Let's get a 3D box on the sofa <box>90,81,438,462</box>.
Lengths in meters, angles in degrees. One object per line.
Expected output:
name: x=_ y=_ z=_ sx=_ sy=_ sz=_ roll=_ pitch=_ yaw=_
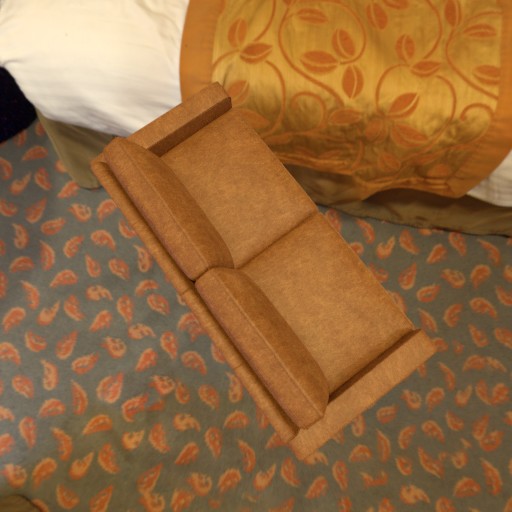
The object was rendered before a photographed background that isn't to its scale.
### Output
sofa: x=0.000 y=0.000 z=2.688 sx=0.991 sy=0.928 sz=2.156 roll=-36 pitch=79 yaw=-8
